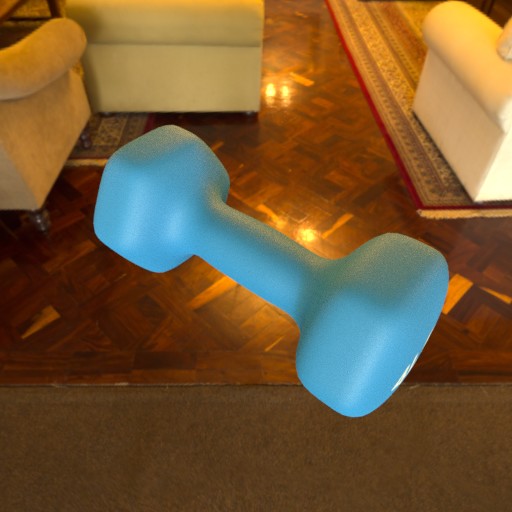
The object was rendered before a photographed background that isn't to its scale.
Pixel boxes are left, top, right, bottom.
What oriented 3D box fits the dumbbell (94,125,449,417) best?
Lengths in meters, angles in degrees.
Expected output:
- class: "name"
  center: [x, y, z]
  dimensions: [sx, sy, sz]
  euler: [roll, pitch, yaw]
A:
- class: "dumbbell"
  center: [0.000, 0.000, 0.192]
  dimensions: [0.152, 0.066, 0.074]
  euler: [31, 54, 27]
